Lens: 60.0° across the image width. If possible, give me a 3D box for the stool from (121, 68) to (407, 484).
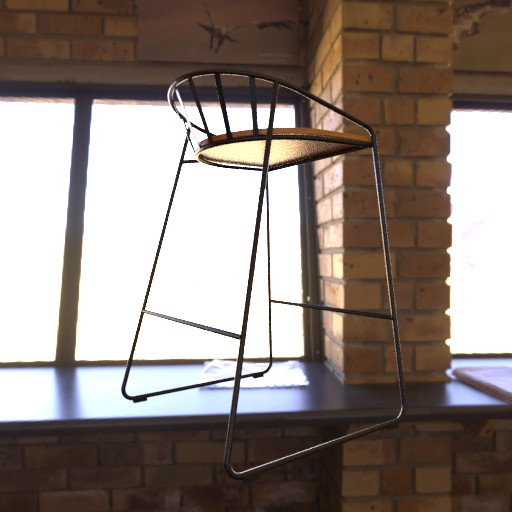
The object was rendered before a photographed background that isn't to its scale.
[{"bbox_3d":[0.000,0.000,1.141,0.521,0.812,0.546,0,0,-36],"label":"stool"}]
